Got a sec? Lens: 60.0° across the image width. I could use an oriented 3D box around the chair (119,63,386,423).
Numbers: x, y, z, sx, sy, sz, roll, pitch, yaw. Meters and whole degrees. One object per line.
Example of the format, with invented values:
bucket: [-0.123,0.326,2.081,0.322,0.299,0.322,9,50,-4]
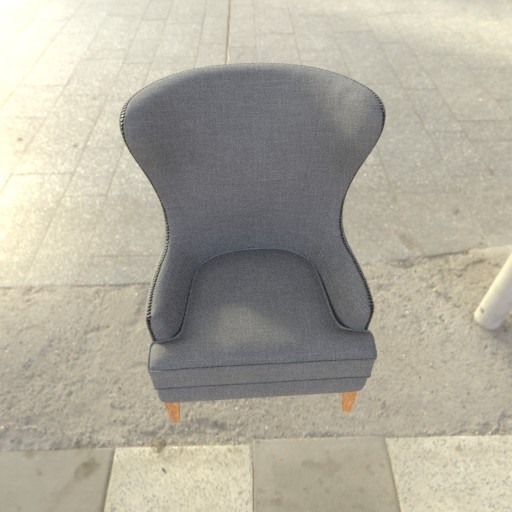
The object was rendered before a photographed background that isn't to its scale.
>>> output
chair: [0.000,0.000,1.765,0.864,1.176,0.883,-3,47,-2]
